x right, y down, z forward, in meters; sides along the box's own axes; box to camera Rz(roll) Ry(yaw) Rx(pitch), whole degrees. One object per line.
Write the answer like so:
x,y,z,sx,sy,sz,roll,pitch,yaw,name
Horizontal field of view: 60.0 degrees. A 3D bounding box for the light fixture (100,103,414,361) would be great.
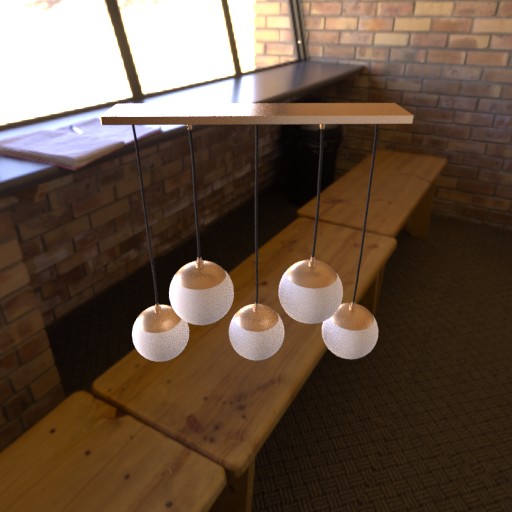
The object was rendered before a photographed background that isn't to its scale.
0.000,0.000,1.357,0.863,0.869,0.299,-1,30,-1,light fixture
